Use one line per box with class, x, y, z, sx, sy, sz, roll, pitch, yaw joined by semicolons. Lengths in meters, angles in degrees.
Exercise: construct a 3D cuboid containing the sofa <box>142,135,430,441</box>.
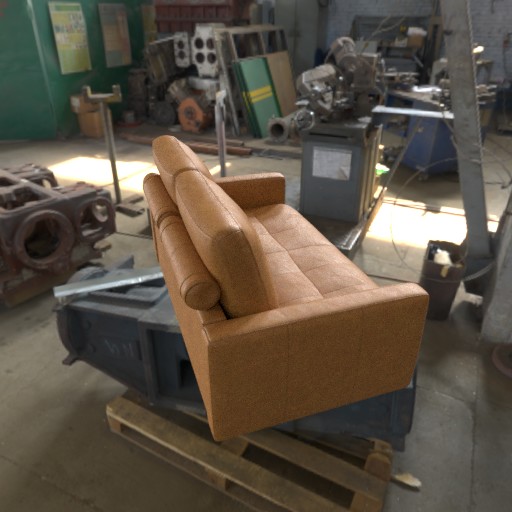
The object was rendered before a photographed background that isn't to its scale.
sofa;0.000;0.000;2.058;0.868;0.898;1.430;-10;31;-17
